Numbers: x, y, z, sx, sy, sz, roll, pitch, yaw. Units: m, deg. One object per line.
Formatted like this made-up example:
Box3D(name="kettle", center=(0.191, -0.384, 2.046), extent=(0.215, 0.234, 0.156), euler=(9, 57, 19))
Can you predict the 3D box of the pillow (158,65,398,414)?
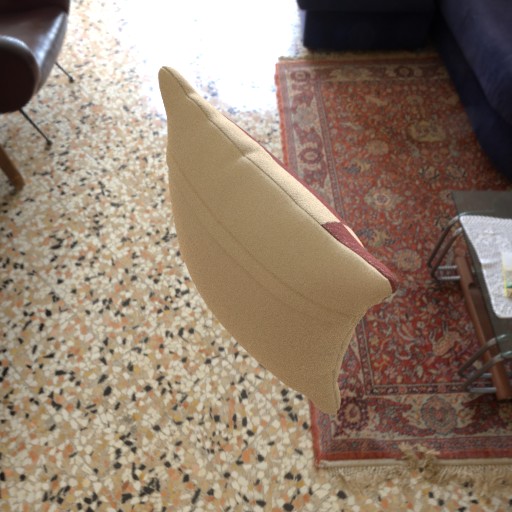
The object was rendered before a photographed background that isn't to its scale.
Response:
Box3D(name="pillow", center=(0.000, 0.000, 0.804), extent=(0.229, 0.506, 0.536), euler=(-32, 62, -20))
